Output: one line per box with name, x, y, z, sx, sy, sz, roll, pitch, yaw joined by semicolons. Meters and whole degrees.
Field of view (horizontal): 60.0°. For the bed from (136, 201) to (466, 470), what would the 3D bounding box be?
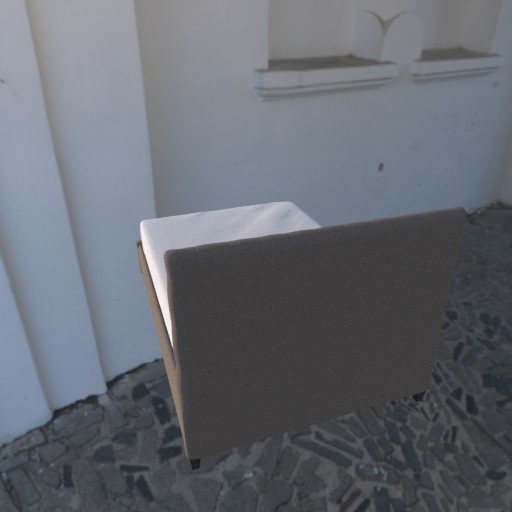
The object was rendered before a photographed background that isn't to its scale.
bed;0.000;0.000;3.508;1.698;1.427;2.387;-9;29;-17
